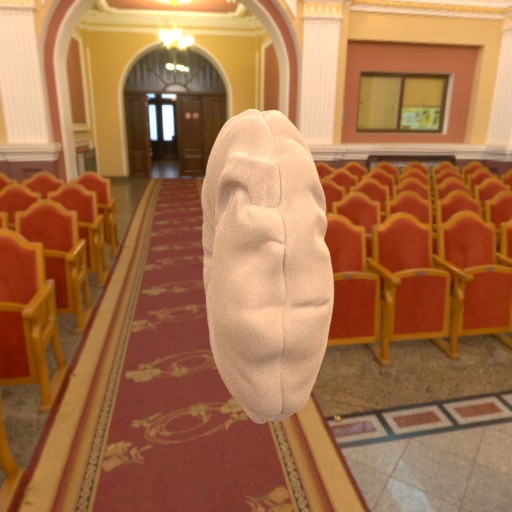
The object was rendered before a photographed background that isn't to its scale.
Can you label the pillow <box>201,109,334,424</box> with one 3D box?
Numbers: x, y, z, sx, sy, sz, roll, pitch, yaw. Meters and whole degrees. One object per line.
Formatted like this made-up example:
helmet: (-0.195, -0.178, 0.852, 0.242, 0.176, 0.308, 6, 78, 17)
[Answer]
pillow: (0.000, 0.000, 0.648, 0.148, 0.407, 0.428, -3, 17, -9)
